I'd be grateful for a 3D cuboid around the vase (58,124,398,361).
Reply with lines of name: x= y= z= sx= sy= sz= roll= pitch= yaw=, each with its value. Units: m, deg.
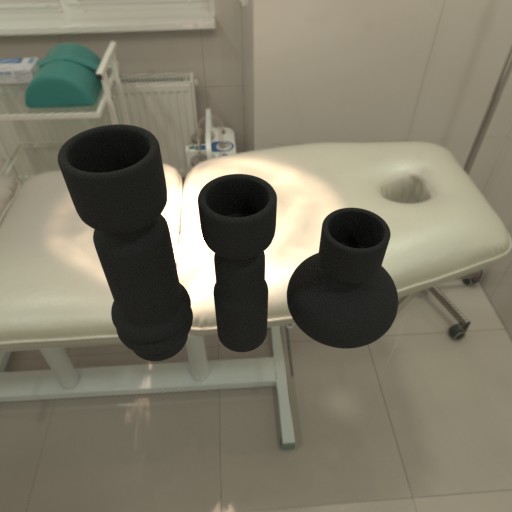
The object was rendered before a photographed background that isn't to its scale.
vase: x=0.000 y=0.000 z=0.429 sx=0.307 sy=0.249 sz=0.120 roll=-3 pitch=45 yaw=-3
